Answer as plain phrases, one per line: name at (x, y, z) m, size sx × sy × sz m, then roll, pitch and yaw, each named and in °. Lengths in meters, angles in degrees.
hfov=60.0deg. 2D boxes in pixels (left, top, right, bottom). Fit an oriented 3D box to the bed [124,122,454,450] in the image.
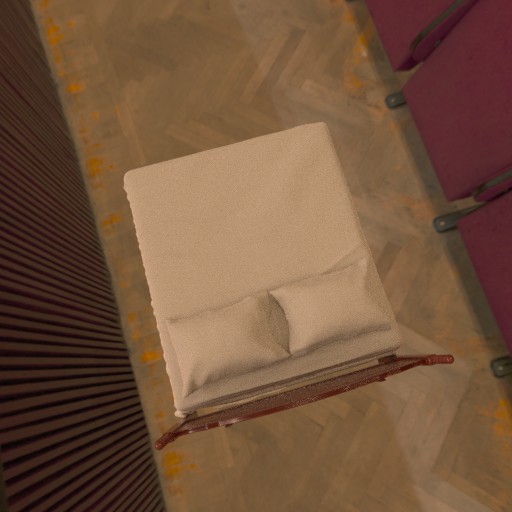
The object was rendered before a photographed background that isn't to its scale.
bed at (0.000, 0.000, 3.192) m, size 1.873 × 1.356 × 2.040 m, roll -15°, pitch 77°, yaw -4°
